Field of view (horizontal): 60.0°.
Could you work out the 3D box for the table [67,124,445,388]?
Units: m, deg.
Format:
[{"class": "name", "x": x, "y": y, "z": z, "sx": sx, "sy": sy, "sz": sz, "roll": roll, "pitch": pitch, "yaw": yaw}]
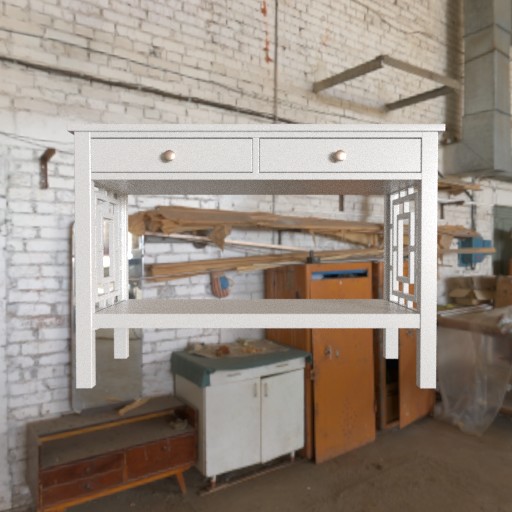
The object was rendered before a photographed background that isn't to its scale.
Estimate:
[{"class": "table", "x": 0.000, "y": 0.000, "z": 1.444, "sx": 1.068, "sy": 0.753, "sz": 0.397, "roll": 0, "pitch": 1, "yaw": 0}]
